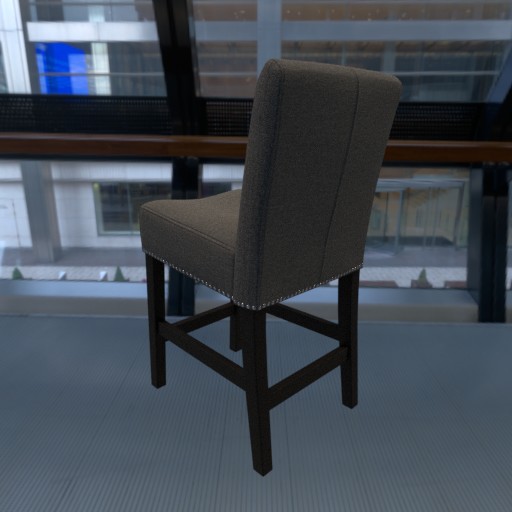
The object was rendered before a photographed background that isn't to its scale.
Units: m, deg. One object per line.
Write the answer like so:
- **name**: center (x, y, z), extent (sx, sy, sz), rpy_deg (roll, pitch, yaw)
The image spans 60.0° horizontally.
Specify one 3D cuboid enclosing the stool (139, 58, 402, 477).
- **stool**: center (0.000, 0.000, 1.169), extent (0.571, 0.885, 0.427), rpy_deg (16, 23, 43)
